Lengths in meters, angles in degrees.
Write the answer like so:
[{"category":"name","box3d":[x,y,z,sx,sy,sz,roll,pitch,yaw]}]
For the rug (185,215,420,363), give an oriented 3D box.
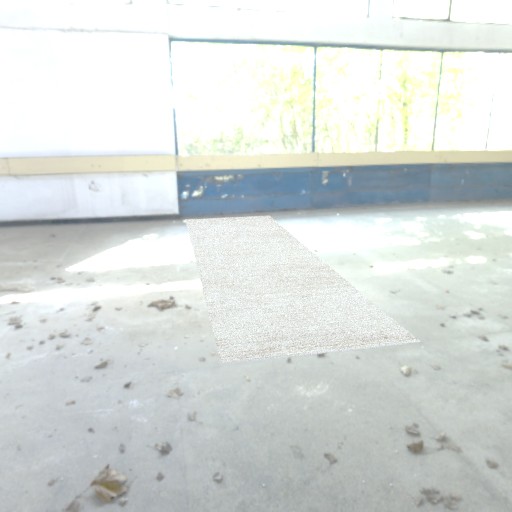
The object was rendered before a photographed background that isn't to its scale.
[{"category":"rug","box3d":[0.000,0.000,2.593,0.712,0.013,2.346,-3,17,-11]}]
